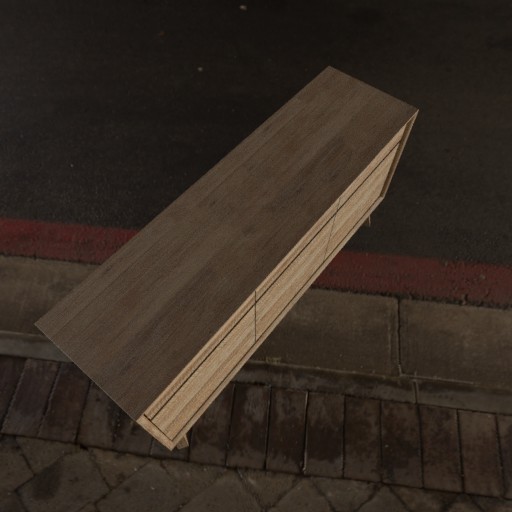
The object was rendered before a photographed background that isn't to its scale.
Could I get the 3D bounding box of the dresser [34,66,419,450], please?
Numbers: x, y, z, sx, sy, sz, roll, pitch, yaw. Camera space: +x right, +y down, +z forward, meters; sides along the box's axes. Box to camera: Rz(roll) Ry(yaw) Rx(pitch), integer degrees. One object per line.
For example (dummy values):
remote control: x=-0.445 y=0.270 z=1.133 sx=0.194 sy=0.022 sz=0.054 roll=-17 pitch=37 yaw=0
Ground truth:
dresser: x=0.000 y=0.000 z=1.944 sx=0.455 sy=0.788 sz=1.602 roll=35 pitch=65 yaw=19
